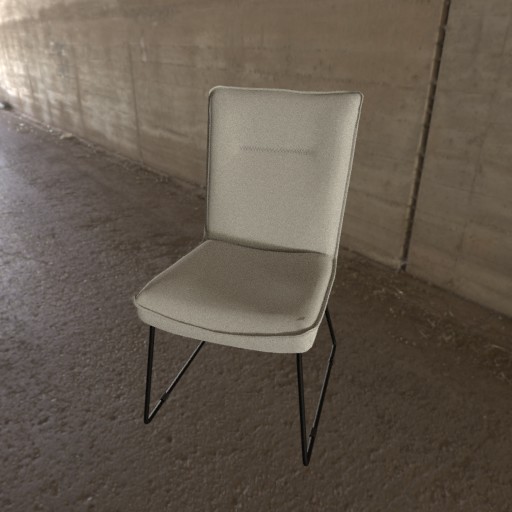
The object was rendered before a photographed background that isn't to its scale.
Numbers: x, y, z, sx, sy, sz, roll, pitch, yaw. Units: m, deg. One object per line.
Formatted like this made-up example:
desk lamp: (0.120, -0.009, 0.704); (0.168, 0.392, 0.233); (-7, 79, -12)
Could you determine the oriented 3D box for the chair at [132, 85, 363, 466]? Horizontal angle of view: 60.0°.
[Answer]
chair: (0.000, 0.000, 1.378); (0.515, 0.930, 0.688); (8, 27, 16)
